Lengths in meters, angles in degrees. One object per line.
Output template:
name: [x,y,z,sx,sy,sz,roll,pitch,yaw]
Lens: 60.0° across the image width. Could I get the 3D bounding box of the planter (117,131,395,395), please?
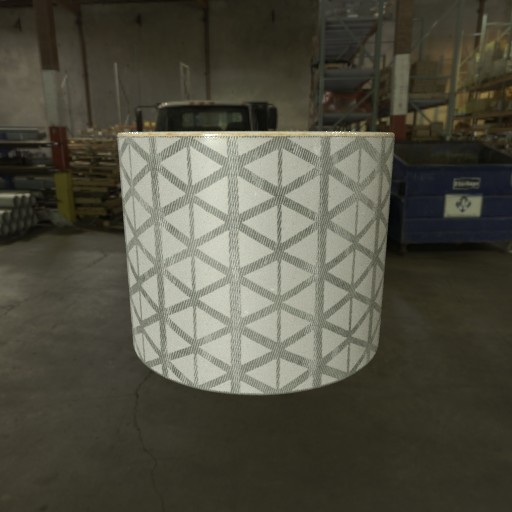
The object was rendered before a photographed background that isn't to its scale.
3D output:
planter: [0.000,0.000,0.340,0.190,0.181,0.190,0,15,0]
